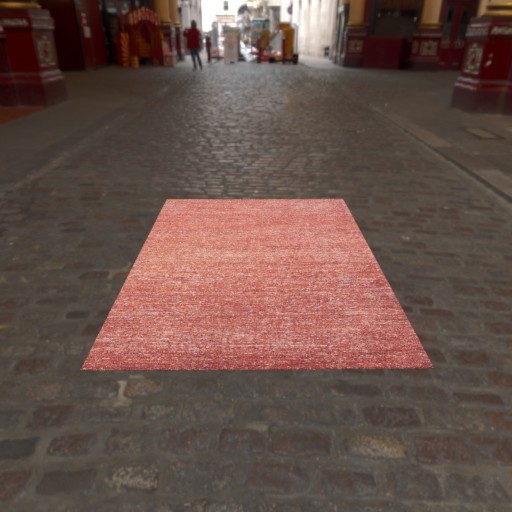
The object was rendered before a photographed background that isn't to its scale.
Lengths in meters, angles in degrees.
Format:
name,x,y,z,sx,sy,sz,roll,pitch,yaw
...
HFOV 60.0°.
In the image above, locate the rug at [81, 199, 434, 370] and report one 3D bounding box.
name,x,y,z,sx,sy,sz,roll,pitch,yaw
rug,0.000,0.000,5.275,2.803,0.025,3.965,0,27,0
